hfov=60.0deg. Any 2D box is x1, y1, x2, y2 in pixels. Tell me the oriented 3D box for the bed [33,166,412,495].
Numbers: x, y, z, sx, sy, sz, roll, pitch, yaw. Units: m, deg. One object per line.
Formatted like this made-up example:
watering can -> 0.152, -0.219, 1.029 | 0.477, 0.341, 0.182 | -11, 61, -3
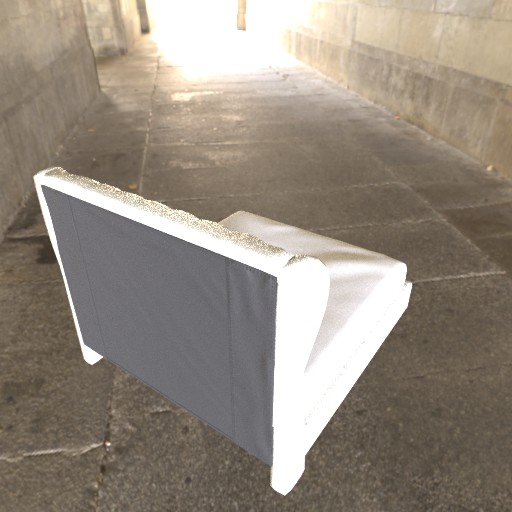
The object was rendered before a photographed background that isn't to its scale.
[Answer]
bed -> 0.000, 0.000, 3.781 | 2.219, 1.771, 2.347 | 21, 37, 30
